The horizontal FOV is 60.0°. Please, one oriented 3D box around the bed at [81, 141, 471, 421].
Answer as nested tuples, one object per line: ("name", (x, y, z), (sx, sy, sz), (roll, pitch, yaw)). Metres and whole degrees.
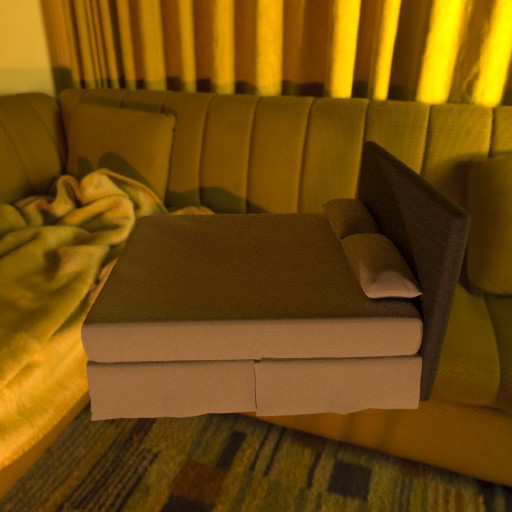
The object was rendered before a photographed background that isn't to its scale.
("bed", (0.000, 0.000, 3.275), (2.142, 1.330, 1.884), (-1, 26, -2))
